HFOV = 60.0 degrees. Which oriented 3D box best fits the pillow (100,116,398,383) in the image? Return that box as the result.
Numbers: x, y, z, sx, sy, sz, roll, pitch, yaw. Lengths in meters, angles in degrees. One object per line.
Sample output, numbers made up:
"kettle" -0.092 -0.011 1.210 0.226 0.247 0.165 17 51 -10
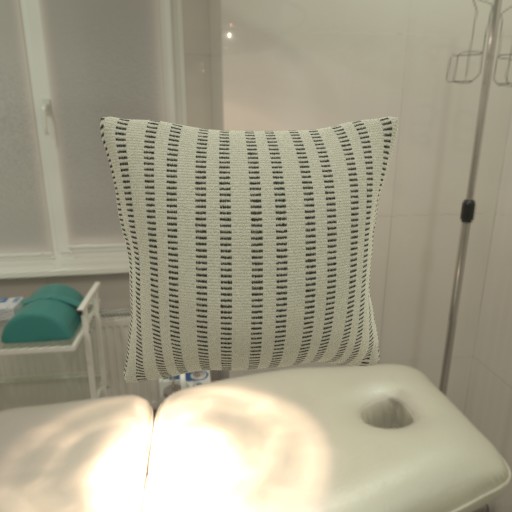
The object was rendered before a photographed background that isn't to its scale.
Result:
"pillow" 0.000 0.000 0.696 0.438 0.419 0.247 -2 17 -8
